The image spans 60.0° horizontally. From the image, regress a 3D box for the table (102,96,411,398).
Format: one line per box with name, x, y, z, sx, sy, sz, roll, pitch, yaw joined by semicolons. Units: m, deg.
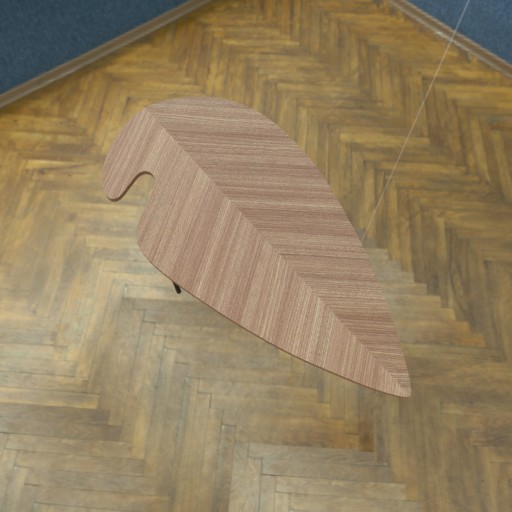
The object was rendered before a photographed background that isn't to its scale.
table;0.000;0.000;1.443;0.598;0.360;1.199;-35;69;-16
